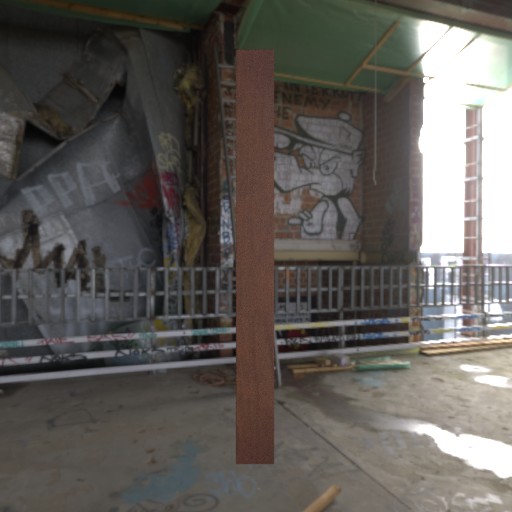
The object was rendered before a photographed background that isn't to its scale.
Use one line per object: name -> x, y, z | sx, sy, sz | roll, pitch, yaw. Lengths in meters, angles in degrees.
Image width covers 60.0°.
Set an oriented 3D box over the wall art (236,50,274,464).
wall art -> 0.000, 0.000, 0.551 | 0.030, 0.328, 0.401 | 0, 0, 0
